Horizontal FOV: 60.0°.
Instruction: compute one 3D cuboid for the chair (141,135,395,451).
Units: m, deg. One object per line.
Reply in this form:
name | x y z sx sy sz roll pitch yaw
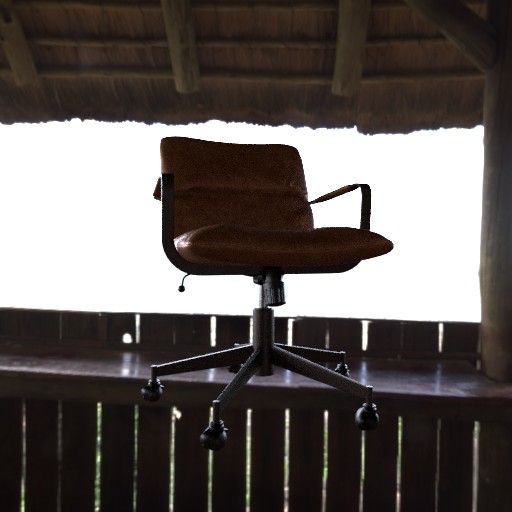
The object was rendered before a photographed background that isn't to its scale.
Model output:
chair | 0.000 0.000 1.445 0.727 0.922 0.754 0 1 -17
